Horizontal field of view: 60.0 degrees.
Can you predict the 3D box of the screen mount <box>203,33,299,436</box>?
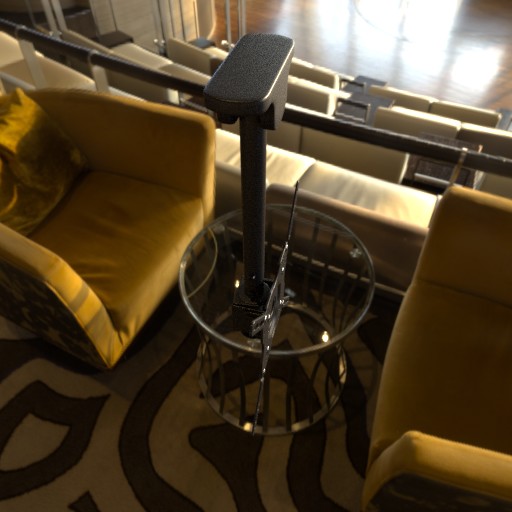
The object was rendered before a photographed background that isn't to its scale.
[{"bbox_3d":[0.000,0.000,0.841,0.090,0.729,0.393,11,47,10],"label":"screen mount"}]
